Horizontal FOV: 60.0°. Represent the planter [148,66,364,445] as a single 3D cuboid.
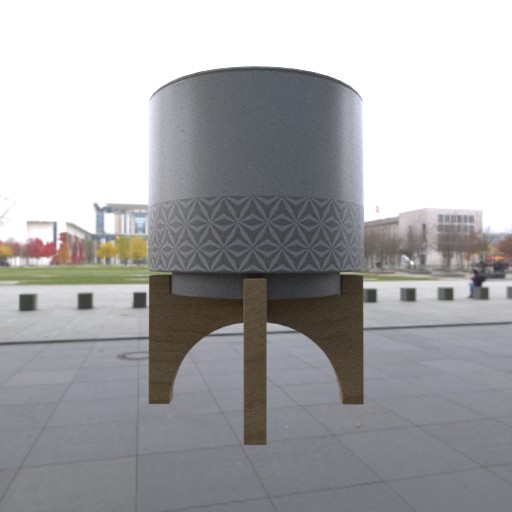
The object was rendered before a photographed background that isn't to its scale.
[{"bbox_3d":[0.000,0.000,0.397,0.188,0.260,0.188,0,-1,0],"label":"planter"}]
